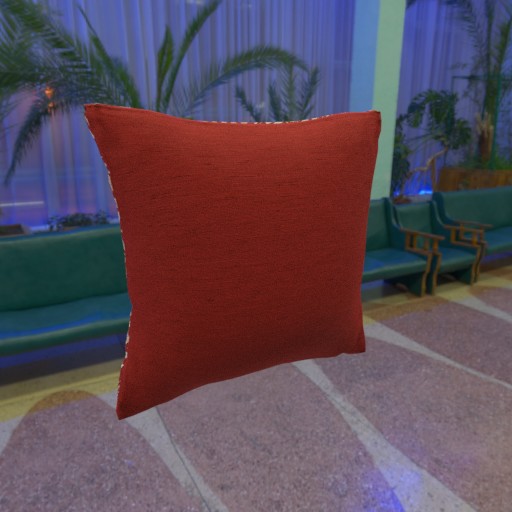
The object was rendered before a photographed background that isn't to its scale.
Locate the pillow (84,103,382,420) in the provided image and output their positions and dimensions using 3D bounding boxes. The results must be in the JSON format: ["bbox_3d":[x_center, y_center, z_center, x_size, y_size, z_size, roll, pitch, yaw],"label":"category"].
[{"bbox_3d":[0.000,0.000,0.656,0.438,0.419,0.162,-8,18,-25],"label":"pillow"}]
